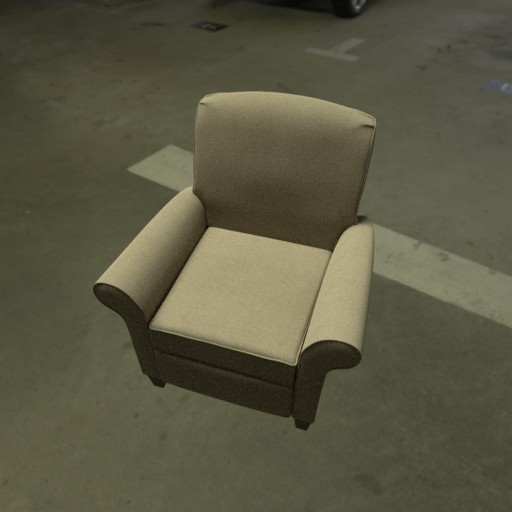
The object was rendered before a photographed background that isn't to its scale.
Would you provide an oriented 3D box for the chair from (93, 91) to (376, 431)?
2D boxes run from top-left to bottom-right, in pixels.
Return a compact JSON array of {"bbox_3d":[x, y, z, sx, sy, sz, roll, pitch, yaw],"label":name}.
[{"bbox_3d":[0.000,0.000,1.859,0.978,1.061,0.905,12,43,13],"label":"chair"}]
